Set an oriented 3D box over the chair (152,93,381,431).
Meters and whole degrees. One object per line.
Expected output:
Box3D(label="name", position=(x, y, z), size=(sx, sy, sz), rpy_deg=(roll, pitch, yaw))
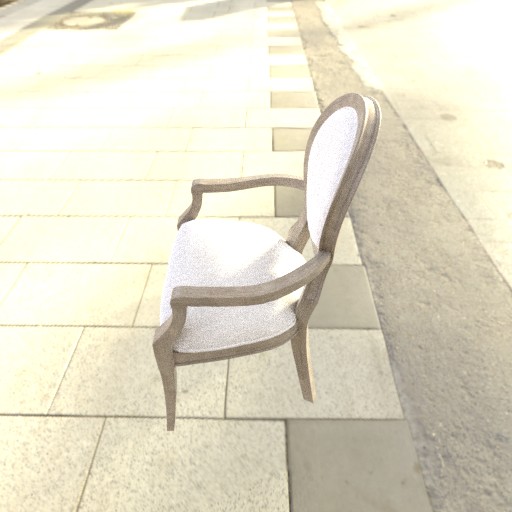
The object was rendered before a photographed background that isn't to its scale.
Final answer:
Box3D(label="chair", position=(0.000, 0.000, 1.397), size=(0.602, 0.991, 0.611), rpy_deg=(-1, 39, -1))
